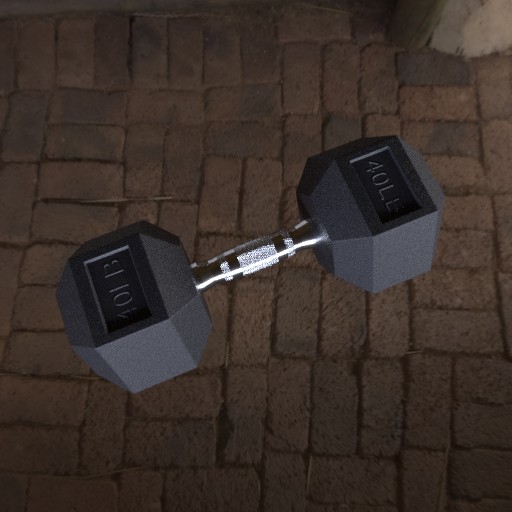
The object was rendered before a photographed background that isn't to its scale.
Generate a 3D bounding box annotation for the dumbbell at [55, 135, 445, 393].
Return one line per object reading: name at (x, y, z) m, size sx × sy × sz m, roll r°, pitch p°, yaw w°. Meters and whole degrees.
dumbbell at (0.000, 0.000, 0.440) m, size 0.361 × 0.137 × 0.157 m, roll -22°, pitch 76°, yaw -6°
